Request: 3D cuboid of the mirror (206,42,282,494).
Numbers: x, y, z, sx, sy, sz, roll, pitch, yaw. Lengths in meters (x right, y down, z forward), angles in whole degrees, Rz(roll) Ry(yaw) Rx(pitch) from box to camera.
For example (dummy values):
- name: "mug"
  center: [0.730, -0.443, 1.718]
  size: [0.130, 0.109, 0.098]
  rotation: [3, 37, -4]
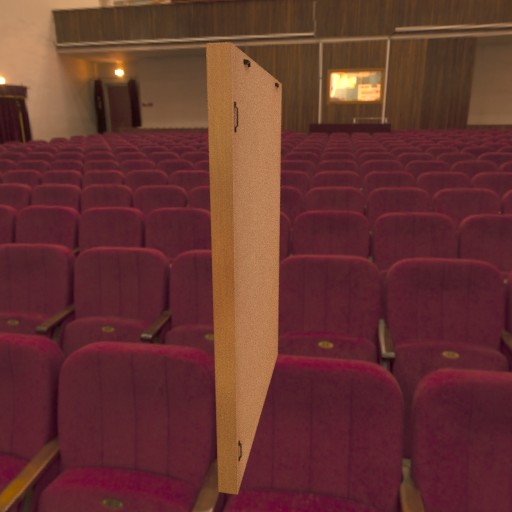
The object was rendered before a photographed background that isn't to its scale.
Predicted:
- name: "mirror"
  center: [0.000, 0.000, 0.908]
  size: [0.039, 0.710, 0.507]
  rotation: [3, 16, 10]
